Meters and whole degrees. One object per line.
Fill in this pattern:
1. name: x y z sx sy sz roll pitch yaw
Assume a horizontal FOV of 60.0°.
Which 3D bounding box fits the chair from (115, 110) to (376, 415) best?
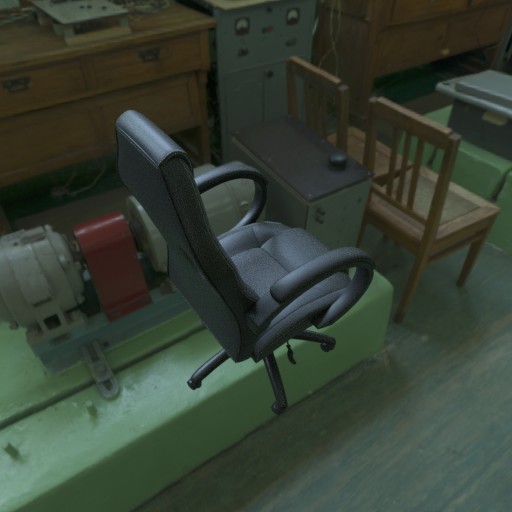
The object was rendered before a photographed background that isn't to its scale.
1. chair: 0.000 0.000 1.600 0.724 1.187 0.673 -26 49 -25
